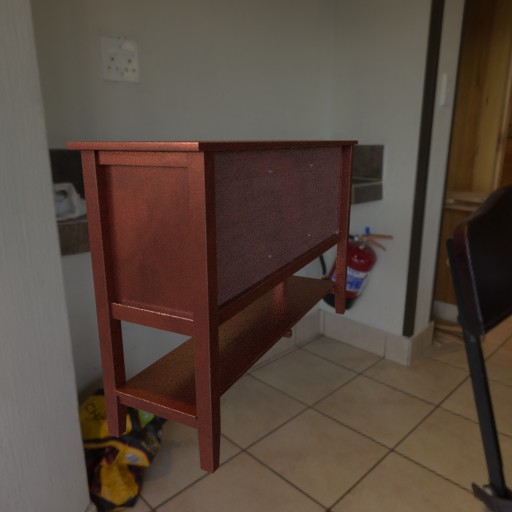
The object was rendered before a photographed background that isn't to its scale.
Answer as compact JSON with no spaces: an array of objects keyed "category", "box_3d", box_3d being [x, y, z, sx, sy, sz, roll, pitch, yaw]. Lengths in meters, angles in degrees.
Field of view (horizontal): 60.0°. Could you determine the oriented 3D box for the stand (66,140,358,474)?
[{"category":"stand","box_3d":[0.000,0.000,1.733,0.410,0.872,1.362,7,16,26]}]
